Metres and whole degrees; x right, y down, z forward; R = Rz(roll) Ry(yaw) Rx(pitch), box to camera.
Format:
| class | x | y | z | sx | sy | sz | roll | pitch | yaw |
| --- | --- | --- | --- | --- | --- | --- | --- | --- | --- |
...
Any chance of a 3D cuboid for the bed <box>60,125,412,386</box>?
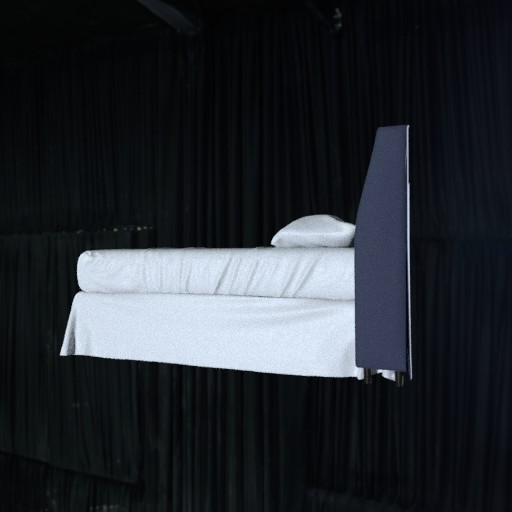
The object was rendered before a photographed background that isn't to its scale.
| class | x | y | z | sx | sy | sz | roll | pitch | yaw |
| --- | --- | --- | --- | --- | --- | --- | --- | --- | --- |
| bed | 0.000 | 0.000 | 3.446 | 2.276 | 1.332 | 1.925 | 0 | 0 | 19 |
